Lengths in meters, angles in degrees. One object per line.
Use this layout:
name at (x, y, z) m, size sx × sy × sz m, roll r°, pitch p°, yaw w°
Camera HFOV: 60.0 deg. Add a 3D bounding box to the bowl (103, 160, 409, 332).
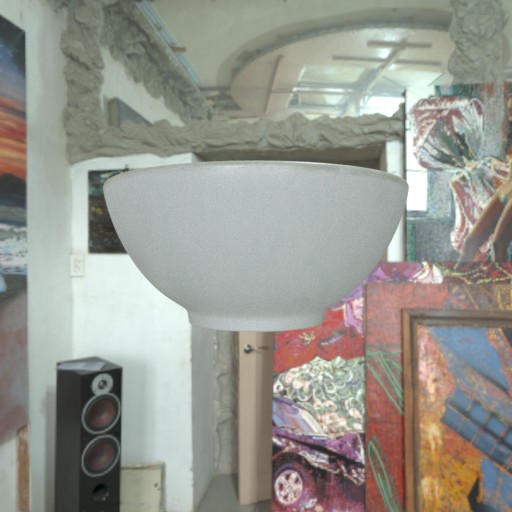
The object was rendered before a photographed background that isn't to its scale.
bowl at (0.000, 0.000, 0.411) m, size 0.268 × 0.121 × 0.268 m, roll 0°, pitch 0°, yaw 0°
